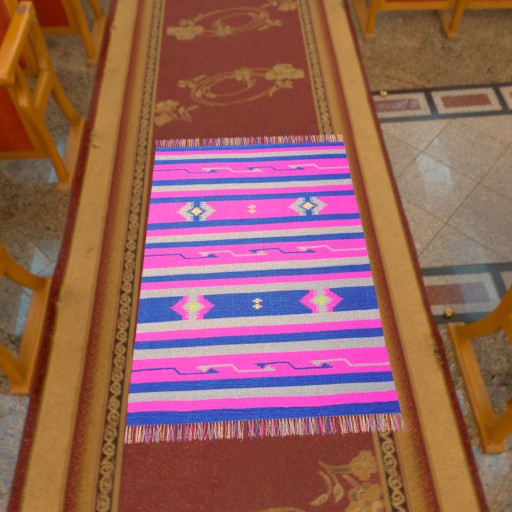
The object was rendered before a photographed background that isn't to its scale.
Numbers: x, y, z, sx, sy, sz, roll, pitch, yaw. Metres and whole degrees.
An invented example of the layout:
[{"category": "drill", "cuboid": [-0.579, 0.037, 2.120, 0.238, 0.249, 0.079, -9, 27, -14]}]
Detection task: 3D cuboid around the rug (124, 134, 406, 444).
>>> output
[{"category": "rug", "cuboid": [0.000, 0.000, 3.019, 1.539, 0.013, 2.350, -2, 58, -1]}]
